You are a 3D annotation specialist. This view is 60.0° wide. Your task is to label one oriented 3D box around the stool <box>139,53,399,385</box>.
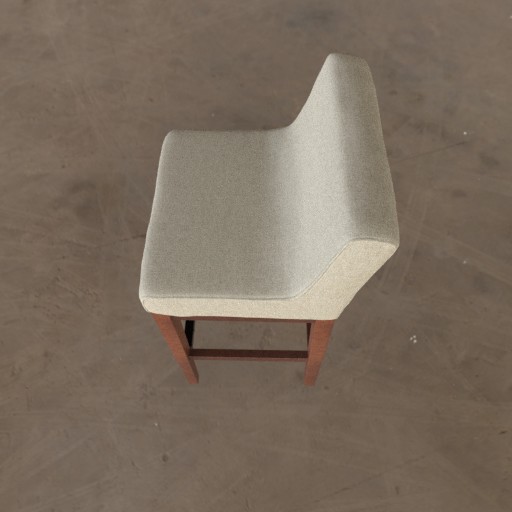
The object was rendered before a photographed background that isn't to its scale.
[{"bbox_3d":[0.000,0.000,1.239,0.500,0.937,0.511,1,59,1],"label":"stool"}]
